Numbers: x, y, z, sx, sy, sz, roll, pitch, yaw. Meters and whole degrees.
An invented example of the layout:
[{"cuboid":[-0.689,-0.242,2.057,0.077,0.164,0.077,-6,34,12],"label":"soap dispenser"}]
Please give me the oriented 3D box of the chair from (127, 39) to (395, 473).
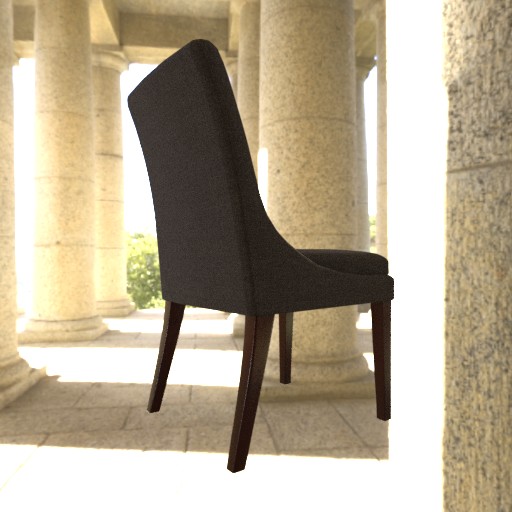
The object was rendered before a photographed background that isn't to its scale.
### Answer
[{"cuboid":[0.000,0.000,1.305,0.655,0.952,0.508,0,0,-36],"label":"chair"}]
